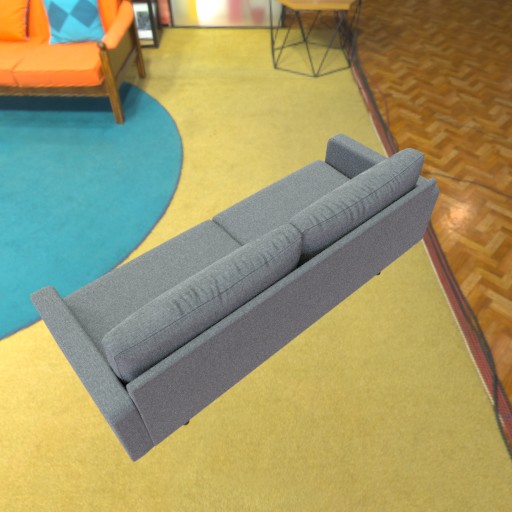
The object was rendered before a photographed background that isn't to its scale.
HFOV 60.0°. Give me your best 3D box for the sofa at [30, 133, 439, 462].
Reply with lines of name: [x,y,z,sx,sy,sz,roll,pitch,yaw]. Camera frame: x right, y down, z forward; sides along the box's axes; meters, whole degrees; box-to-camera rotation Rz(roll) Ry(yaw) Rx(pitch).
sofa: [0.000,0.000,2.529,2.200,0.880,0.880,-32,55,-27]
